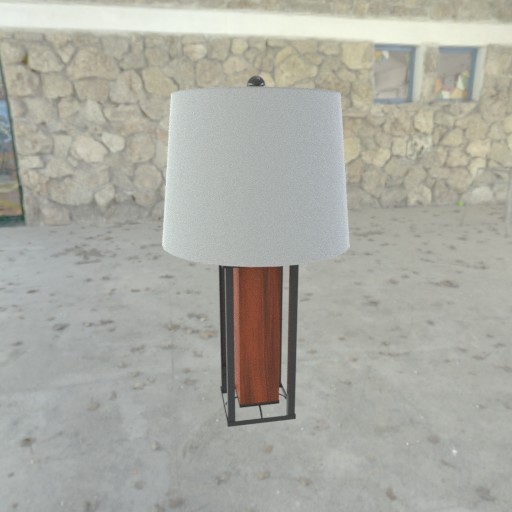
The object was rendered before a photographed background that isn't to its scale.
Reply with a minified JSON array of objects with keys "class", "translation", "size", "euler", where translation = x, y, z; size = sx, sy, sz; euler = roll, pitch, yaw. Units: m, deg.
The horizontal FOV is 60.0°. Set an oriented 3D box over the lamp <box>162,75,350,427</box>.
[{"class":"lamp","translation":[0.000,0.000,0.778],"size":[0.320,0.591,0.320],"euler":[0,15,0]}]
